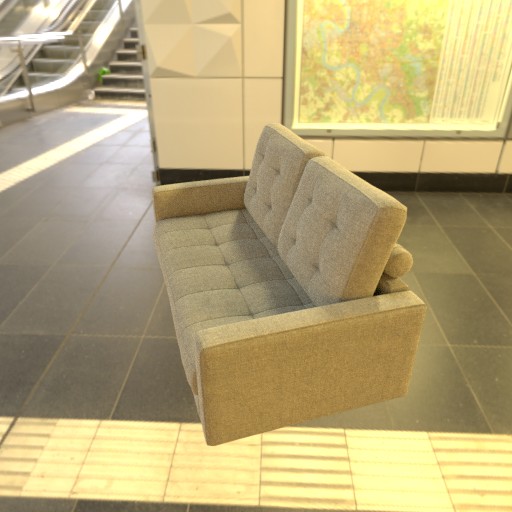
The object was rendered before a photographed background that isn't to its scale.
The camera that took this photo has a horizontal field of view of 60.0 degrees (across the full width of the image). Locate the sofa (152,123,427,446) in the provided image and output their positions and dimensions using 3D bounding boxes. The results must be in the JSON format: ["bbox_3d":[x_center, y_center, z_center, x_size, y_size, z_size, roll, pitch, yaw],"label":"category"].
[{"bbox_3d":[0.000,0.000,2.020,0.842,0.907,1.407,-9,31,-15],"label":"sofa"}]
